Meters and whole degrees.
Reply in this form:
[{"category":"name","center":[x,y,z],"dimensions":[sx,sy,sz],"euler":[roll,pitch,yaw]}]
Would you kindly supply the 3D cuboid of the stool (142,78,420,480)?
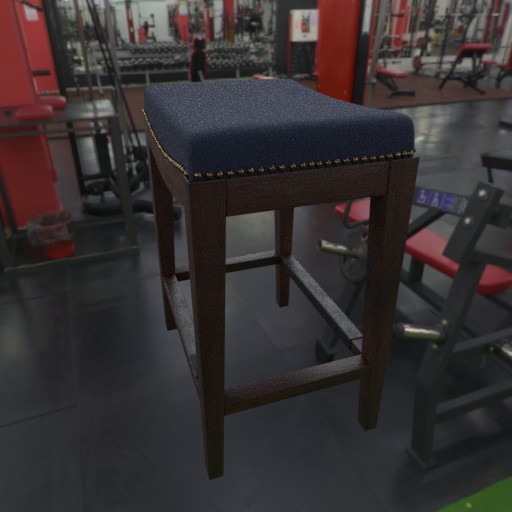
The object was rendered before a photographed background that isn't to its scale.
[{"category":"stool","center":[0.000,0.000,0.933],"dimensions":[0.361,0.642,0.500],"euler":[-10,30,-17]}]
